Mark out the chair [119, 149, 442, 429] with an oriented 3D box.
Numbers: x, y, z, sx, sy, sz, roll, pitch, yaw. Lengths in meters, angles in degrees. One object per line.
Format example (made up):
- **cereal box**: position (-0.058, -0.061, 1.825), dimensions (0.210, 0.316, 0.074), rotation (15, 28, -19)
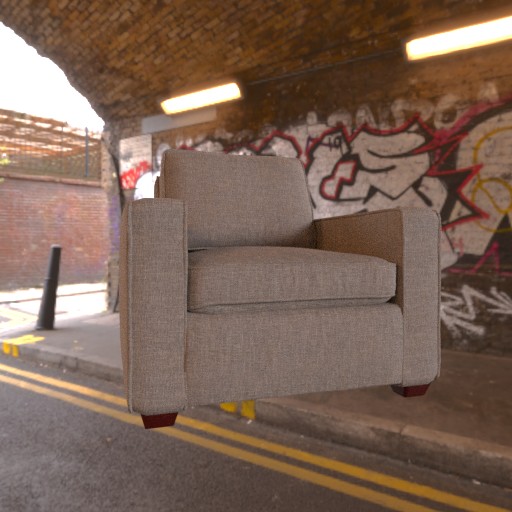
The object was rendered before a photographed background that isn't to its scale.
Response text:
- **chair**: position (0.000, 0.000, 1.721), dimensions (1.016, 0.914, 0.940), rotation (0, 1, -18)
